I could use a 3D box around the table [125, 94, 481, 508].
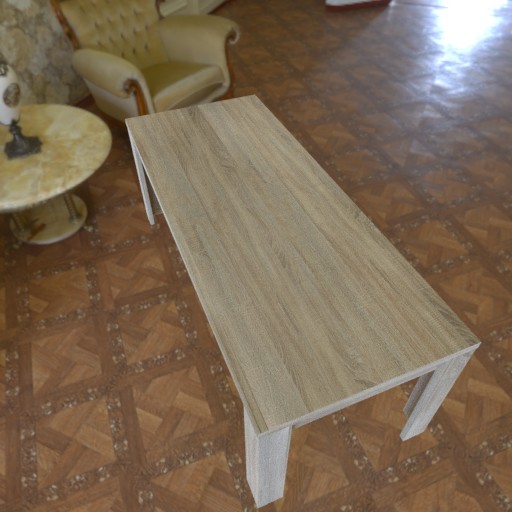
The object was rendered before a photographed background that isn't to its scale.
[{"bbox_3d":[0.000,0.000,2.520,0.900,0.790,2.200,-16,47,-16],"label":"table"}]
